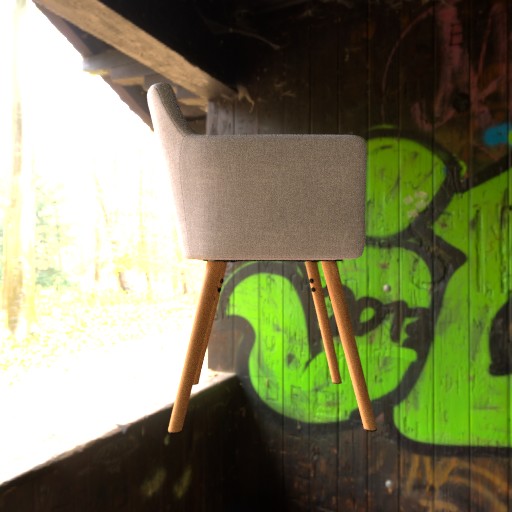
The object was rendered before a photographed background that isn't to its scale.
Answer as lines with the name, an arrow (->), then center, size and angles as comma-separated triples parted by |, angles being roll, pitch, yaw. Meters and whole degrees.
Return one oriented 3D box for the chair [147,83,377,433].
chair -> 0.000, 0.000, 1.183 | 0.540, 0.780, 0.570 | 0, -1, -1
